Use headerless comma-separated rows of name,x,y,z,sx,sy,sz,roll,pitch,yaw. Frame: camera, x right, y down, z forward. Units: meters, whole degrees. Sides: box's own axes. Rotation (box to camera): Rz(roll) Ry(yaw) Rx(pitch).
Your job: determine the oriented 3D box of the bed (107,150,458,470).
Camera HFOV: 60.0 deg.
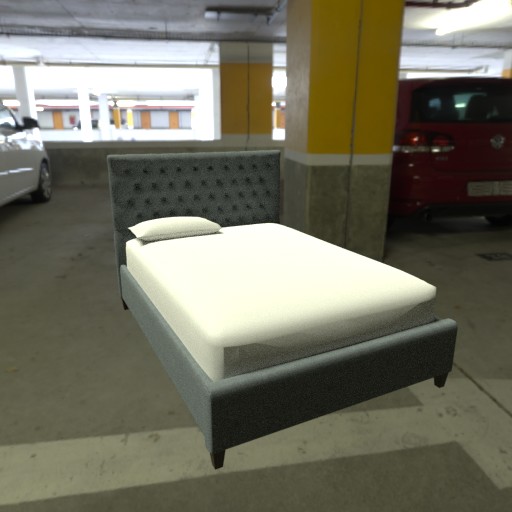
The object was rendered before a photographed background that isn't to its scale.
bed,0.000,0.000,3.343,1.698,1.411,2.335,-8,18,-26
